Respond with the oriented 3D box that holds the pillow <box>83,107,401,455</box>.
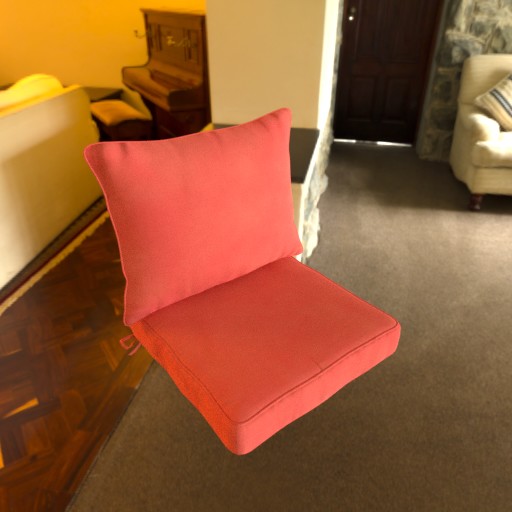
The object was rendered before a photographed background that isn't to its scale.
[{"bbox_3d":[0.000,0.000,1.408,0.798,0.725,0.733,-22,37,-32],"label":"pillow"}]
